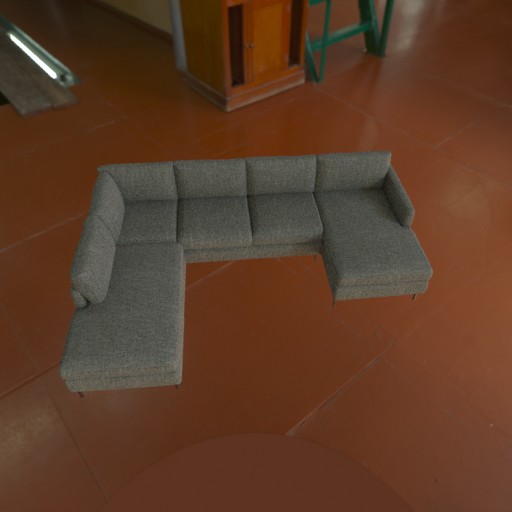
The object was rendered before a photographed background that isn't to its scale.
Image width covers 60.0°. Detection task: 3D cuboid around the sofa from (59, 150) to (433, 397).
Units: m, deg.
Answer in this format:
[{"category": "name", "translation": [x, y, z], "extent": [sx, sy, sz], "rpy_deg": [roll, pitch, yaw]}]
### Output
[{"category": "sofa", "translation": [0.000, 0.000, 3.556], "extent": [2.737, 0.756, 1.879], "rpy_deg": [-4, 47, -4]}]
